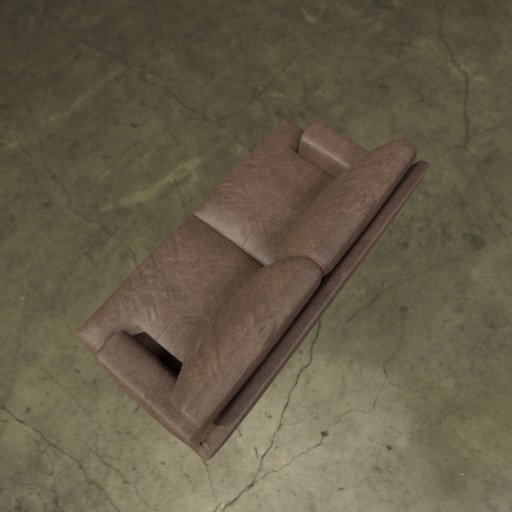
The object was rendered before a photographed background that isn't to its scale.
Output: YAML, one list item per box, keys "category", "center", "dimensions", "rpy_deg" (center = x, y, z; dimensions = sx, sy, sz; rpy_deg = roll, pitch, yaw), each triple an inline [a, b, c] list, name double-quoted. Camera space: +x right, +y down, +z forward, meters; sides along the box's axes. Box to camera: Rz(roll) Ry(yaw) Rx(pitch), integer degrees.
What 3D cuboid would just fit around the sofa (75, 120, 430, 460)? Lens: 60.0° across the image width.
- category: "sofa"
  center: [0.000, 0.000, 2.849]
  dimensions: [1.143, 0.941, 2.261]
  rpy_deg: [35, 69, 15]
